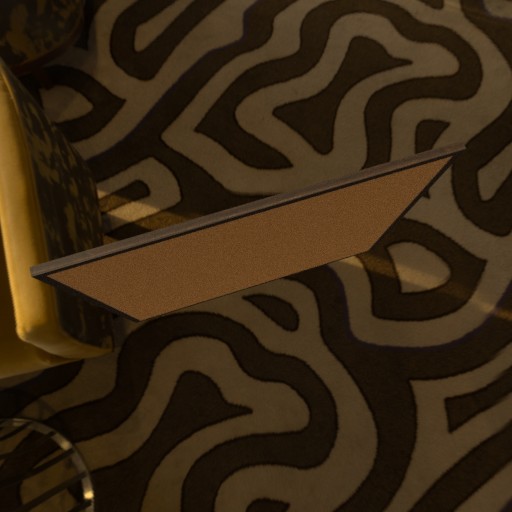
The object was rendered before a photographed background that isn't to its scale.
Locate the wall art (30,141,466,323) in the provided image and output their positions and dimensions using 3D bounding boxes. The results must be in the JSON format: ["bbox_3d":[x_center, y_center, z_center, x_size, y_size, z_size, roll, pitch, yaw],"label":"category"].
[{"bbox_3d":[0.000,0.000,1.431,1.033,0.875,0.023,-17,76,-4],"label":"wall art"}]
